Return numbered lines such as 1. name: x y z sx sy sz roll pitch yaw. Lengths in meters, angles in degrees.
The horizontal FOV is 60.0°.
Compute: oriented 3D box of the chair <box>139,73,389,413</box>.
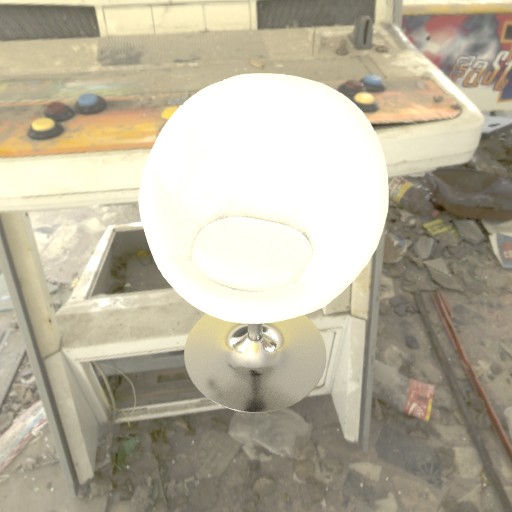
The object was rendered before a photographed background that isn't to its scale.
1. chair: 0.000 0.000 1.824 0.940 1.261 0.736 12 43 13
